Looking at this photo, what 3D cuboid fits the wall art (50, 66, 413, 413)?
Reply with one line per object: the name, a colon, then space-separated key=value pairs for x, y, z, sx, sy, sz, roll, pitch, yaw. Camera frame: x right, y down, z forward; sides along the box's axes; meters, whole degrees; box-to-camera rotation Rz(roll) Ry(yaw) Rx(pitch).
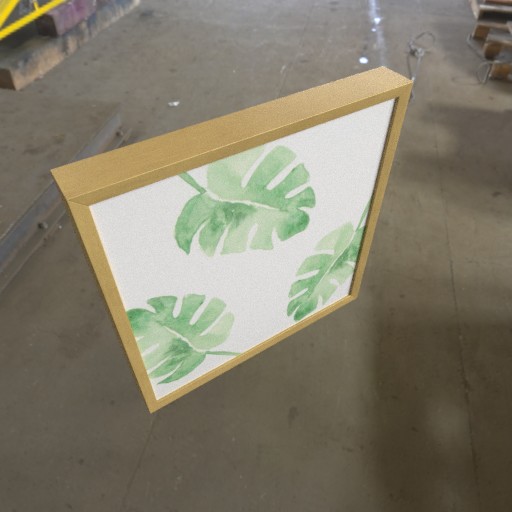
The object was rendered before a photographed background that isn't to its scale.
wall art: x=0.000 y=0.000 z=0.453 sx=0.305 sy=0.305 sz=0.038 roll=-25 pitch=51 yaw=-22
